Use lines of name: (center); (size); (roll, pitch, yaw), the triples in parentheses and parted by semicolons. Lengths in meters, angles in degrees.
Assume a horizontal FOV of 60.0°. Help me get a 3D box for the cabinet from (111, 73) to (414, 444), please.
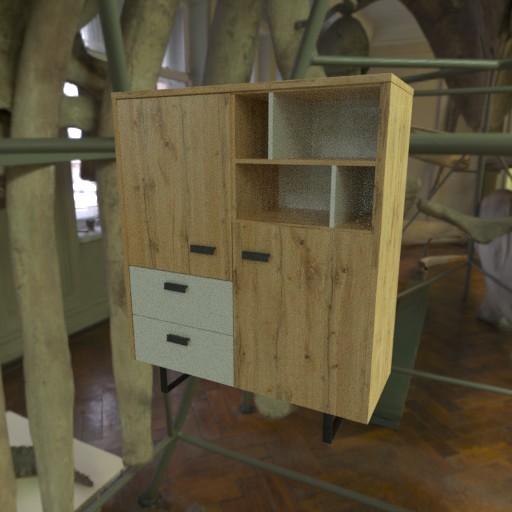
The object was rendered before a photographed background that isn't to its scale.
cabinet: (0.000, 0.000, 1.987); (1.168, 1.397, 0.473); (7, 16, 26)
